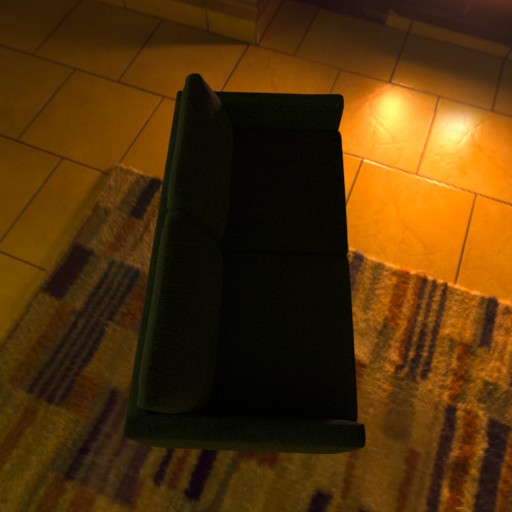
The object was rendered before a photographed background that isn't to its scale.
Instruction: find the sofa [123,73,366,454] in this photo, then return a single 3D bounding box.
[{"bbox_3d":[0.000,0.000,2.078,0.875,0.817,1.676,2,64,1],"label":"sofa"}]
